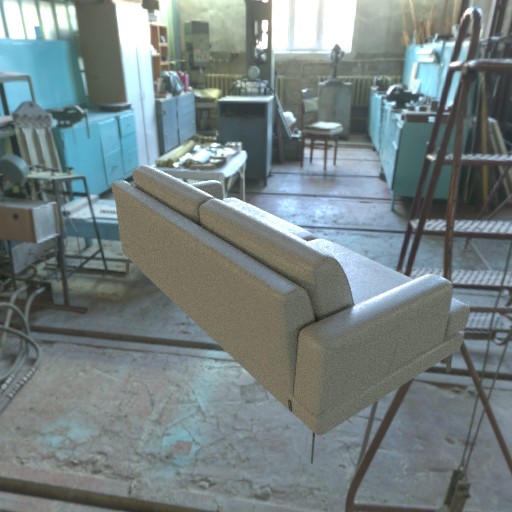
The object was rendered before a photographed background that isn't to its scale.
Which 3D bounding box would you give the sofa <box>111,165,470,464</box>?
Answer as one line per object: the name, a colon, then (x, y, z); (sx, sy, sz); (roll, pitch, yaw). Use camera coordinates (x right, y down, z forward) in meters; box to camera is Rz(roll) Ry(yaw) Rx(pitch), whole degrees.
sofa: (0.000, 0.000, 2.395); (0.974, 0.765, 1.940); (-17, 30, -32)
